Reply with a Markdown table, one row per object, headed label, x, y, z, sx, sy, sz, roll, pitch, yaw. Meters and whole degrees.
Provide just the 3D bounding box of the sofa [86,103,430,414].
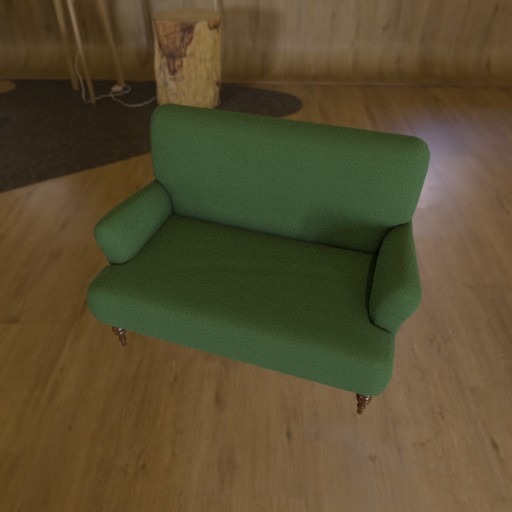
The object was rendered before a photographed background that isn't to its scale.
| label | x | y | z | sx | sy | sz | roll | pitch | yaw |
| --- | --- | --- | --- | --- | --- | --- | --- | --- | --- |
| sofa | 0.000 | 0.000 | 1.850 | 1.297 | 0.889 | 0.779 | 12 | 42 | 14 |
